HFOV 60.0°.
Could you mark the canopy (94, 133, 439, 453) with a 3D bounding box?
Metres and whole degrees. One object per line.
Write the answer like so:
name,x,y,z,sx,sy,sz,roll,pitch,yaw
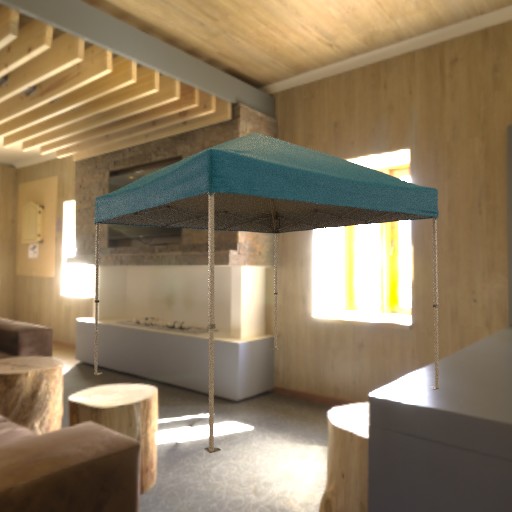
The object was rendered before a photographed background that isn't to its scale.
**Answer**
canopy,0.000,0.000,5.357,2.998,2.997,2.996,1,-2,-36
